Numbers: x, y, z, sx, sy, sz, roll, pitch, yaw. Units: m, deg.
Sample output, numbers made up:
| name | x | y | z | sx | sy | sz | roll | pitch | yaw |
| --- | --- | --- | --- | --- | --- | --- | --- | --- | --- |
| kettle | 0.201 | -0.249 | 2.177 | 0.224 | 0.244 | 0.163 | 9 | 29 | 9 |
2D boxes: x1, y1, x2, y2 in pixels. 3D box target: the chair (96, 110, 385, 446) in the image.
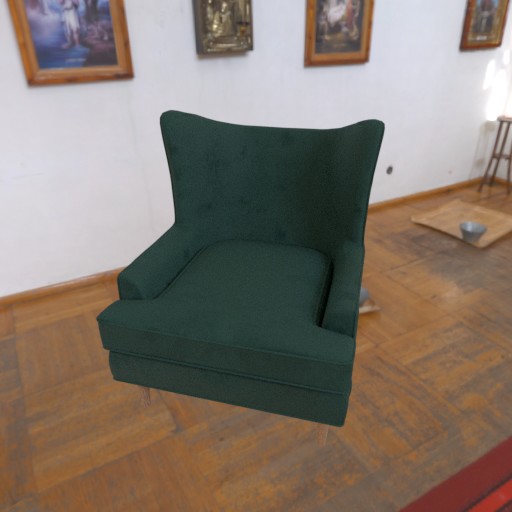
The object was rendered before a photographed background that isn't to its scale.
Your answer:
| name | x | y | z | sx | sy | sz | roll | pitch | yaw |
| --- | --- | --- | --- | --- | --- | --- | --- | --- | --- |
| chair | 0.000 | 0.000 | 1.618 | 0.793 | 0.952 | 0.910 | 7 | 28 | 14 |
